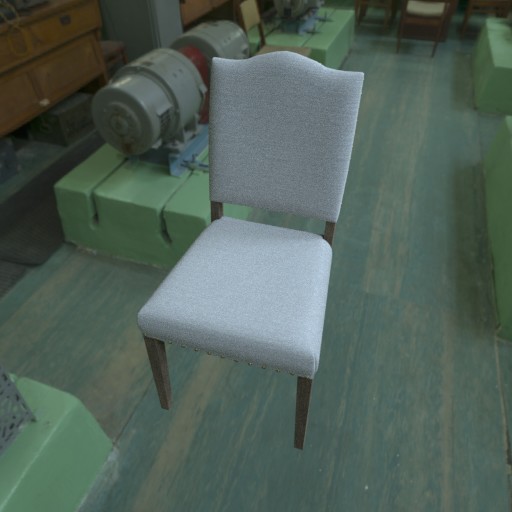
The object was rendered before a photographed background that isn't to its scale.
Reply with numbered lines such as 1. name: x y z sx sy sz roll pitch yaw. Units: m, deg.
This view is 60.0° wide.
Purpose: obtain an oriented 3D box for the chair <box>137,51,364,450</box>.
1. chair: 0.000 0.000 1.346 0.508 1.020 0.620 11 43 13
